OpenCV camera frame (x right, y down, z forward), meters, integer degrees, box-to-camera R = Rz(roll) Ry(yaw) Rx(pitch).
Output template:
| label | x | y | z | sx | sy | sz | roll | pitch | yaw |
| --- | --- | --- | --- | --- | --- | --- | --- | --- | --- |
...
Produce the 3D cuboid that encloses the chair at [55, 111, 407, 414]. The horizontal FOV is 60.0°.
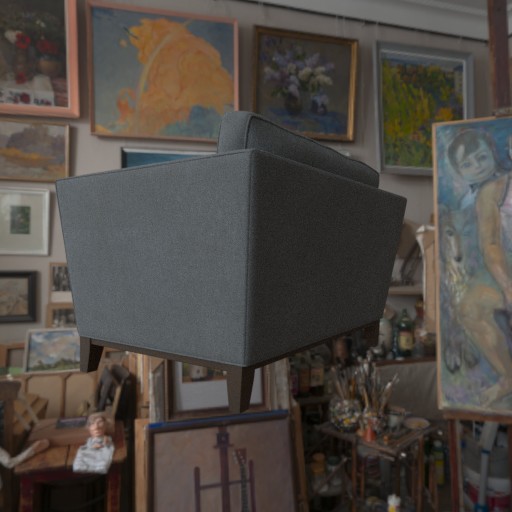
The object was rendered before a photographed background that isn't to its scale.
| label | x | y | z | sx | sy | sz | roll | pitch | yaw |
| --- | --- | --- | --- | --- | --- | --- | --- | --- | --- |
| chair | 0.000 | 0.000 | 2.034 | 0.965 | 0.942 | 1.396 | 0 | 1 | 35 |
